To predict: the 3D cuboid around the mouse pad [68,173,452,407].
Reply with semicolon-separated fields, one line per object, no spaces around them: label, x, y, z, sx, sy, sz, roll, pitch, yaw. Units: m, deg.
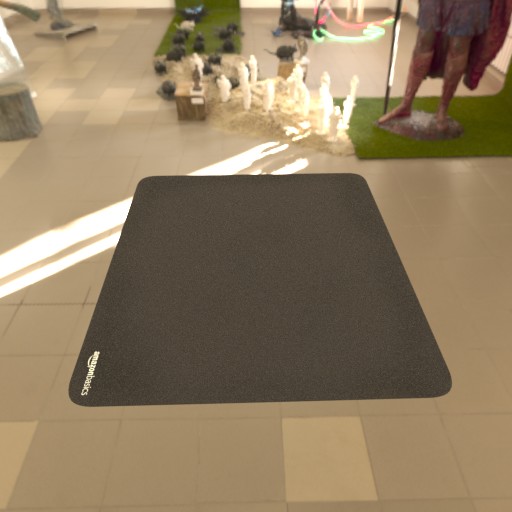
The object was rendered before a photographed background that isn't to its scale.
mouse pad;0.000;0.000;0.610;0.393;0.002;0.451;-1;40;-1
